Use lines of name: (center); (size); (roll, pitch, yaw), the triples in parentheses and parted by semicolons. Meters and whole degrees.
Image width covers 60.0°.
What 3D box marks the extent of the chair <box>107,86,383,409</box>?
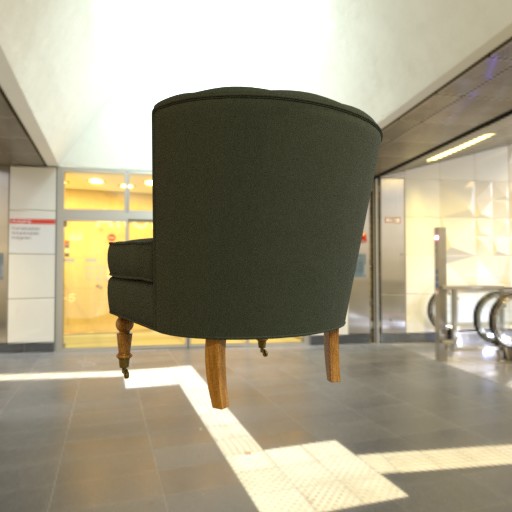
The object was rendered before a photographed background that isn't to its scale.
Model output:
chair: (0.000, 0.000, 1.346); (0.740, 0.771, 0.718); (1, -2, -38)
